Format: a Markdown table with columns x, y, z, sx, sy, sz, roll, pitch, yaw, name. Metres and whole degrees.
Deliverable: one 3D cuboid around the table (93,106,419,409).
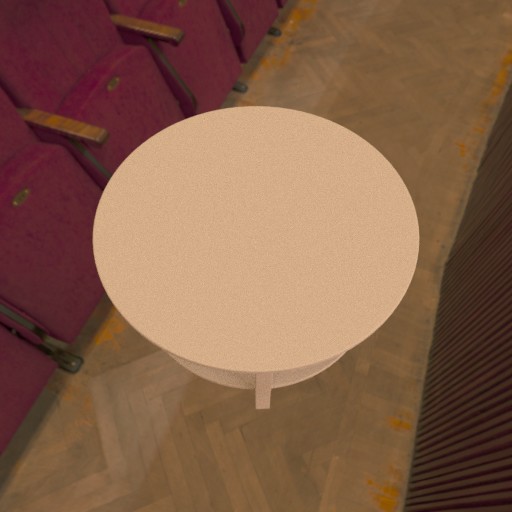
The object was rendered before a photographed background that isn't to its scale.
| x | y | z | sx | sy | sz | roll | pitch | yaw | name |
| --- | --- | --- | --- | --- | --- | --- | --- | --- | --- |
| 0.000 | 0.000 | 1.450 | 0.910 | 0.457 | 0.910 | 0 | 58 | 0 | table |
